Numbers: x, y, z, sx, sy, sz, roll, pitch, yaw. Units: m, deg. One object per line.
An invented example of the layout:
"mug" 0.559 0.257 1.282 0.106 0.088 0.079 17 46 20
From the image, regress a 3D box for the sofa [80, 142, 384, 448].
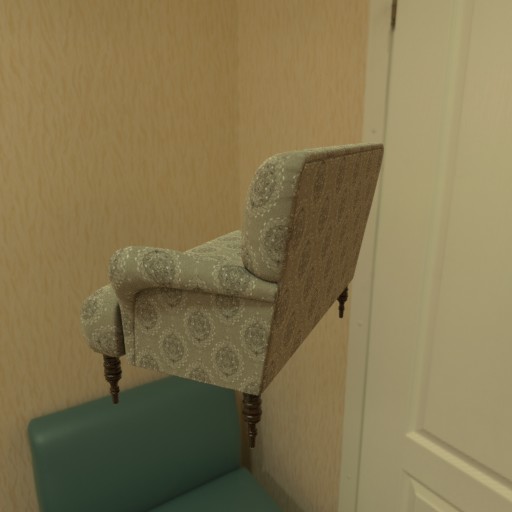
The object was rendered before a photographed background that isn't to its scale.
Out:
"sofa" 0.000 0.000 1.812 0.779 0.889 1.297 7 17 24
